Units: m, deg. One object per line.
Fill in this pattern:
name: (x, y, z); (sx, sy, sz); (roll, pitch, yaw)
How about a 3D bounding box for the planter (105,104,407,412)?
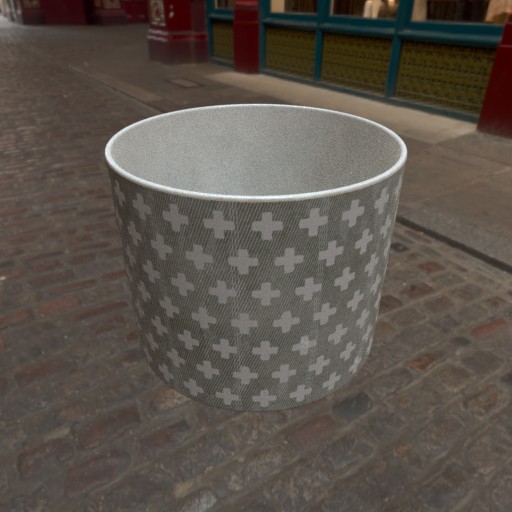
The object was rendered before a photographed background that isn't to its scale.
planter: (0.000, 0.000, 0.443); (0.250, 0.239, 0.250); (0, 32, 0)
